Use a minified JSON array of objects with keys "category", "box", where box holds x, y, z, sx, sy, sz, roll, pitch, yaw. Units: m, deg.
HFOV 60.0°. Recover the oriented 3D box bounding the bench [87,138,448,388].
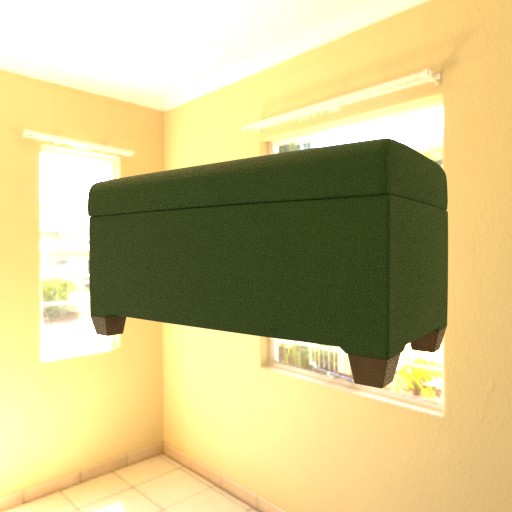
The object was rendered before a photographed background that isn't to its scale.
[{"category":"bench","box":[0.000,0.000,1.304,0.989,0.501,0.505,1,1,36]}]
